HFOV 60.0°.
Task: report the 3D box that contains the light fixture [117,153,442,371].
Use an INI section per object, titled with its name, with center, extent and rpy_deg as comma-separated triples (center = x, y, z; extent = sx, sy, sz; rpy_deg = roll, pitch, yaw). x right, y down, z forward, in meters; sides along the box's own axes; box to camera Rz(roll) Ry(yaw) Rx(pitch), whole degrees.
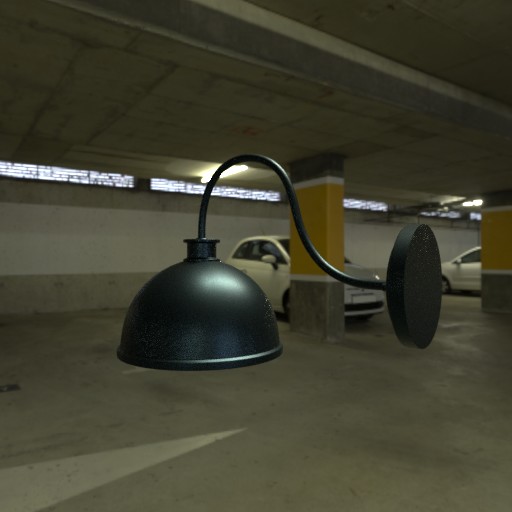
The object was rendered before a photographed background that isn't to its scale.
[light fixture]
center = 0.000, 0.000, 0.627
extent = 0.467, 0.295, 0.253
rpy_deg = 0, -1, 37
